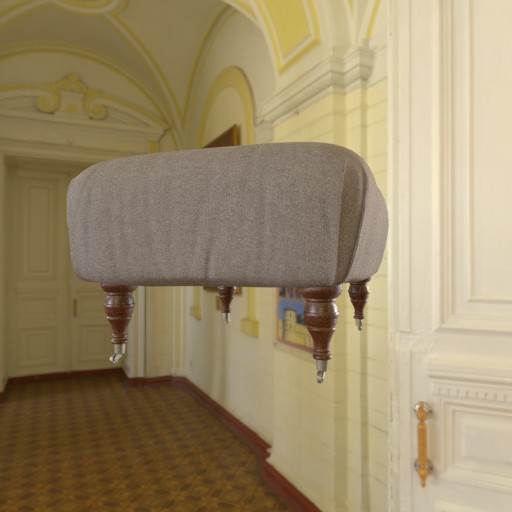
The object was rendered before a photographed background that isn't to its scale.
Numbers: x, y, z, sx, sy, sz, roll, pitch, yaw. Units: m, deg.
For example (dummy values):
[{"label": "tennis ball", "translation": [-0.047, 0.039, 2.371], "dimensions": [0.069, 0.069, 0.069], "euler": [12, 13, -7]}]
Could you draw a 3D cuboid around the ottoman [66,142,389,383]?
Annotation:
[{"label": "ottoman", "translation": [0.000, 0.000, 1.133], "dimensions": [0.622, 0.450, 0.747], "euler": [0, 0, 20]}]
